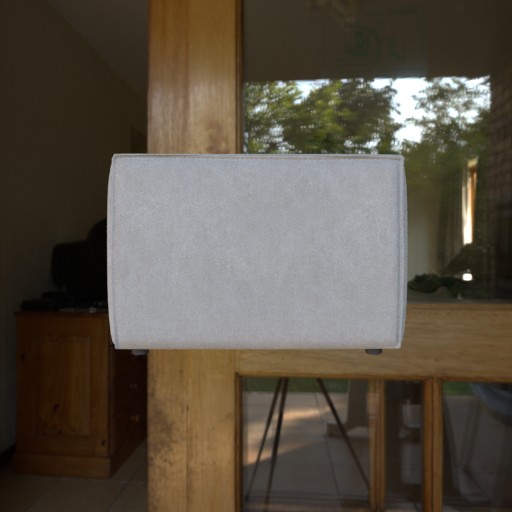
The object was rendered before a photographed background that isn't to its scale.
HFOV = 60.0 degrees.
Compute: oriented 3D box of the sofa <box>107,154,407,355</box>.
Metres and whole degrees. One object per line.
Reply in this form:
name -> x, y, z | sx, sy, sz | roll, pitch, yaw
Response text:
sofa -> 0.000, 0.000, 2.429 | 1.038, 0.680, 1.995 | 0, 0, 0
